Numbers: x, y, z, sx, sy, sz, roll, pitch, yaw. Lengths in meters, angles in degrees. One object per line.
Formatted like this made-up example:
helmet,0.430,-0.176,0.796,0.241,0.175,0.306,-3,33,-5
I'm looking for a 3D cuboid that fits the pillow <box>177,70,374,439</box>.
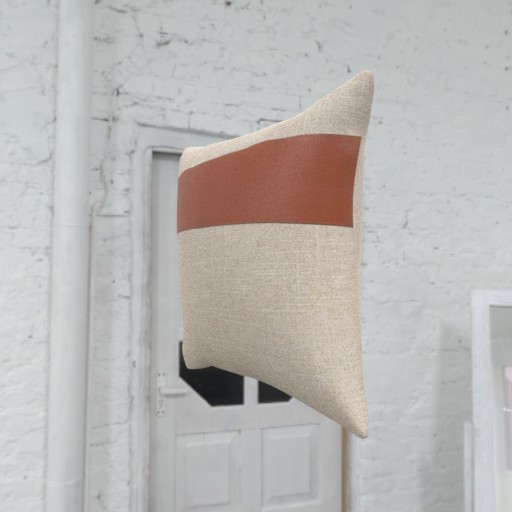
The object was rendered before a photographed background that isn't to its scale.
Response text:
pillow,0.000,0.000,0.639,0.173,0.399,0.414,0,-1,-37
